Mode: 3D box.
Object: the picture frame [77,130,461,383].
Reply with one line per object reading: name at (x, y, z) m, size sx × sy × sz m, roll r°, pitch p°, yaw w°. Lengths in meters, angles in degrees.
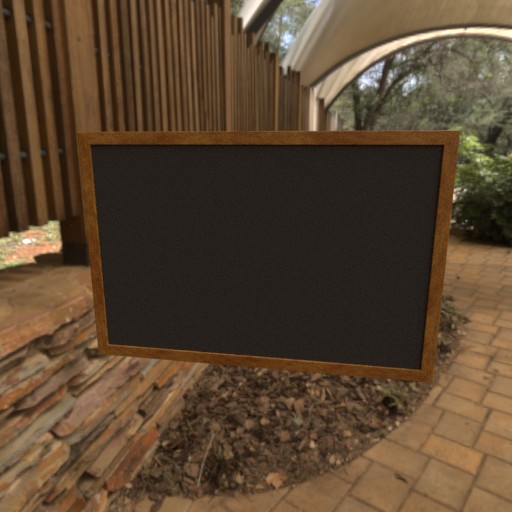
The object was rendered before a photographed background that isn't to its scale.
picture frame at (0.000, 0.000, 1.146) m, size 0.922 × 0.621 × 0.029 m, roll 2°, pitch 15°, yaw 10°
